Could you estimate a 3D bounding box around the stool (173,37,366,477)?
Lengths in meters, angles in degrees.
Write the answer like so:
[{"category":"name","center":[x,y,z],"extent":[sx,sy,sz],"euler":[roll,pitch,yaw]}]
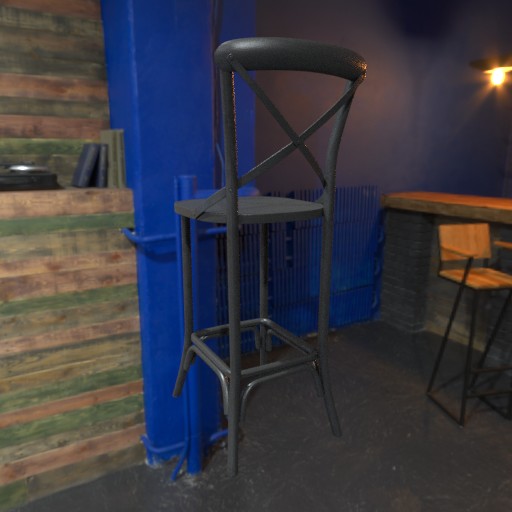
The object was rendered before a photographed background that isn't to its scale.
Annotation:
[{"category":"stool","center":[0.000,0.000,1.431],"extent":[0.457,1.168,0.584],"euler":[-7,15,-28]}]
